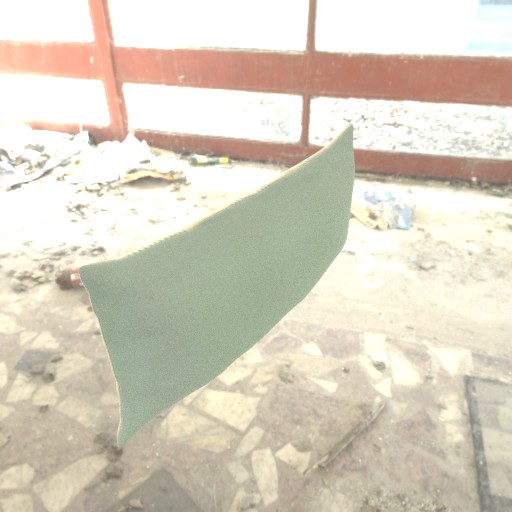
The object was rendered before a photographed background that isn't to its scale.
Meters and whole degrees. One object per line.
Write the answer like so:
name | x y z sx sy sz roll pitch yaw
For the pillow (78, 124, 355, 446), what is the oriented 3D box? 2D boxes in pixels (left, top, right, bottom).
pillow | 0.000 0.000 0.713 0.151 0.287 0.610 21 38 30
